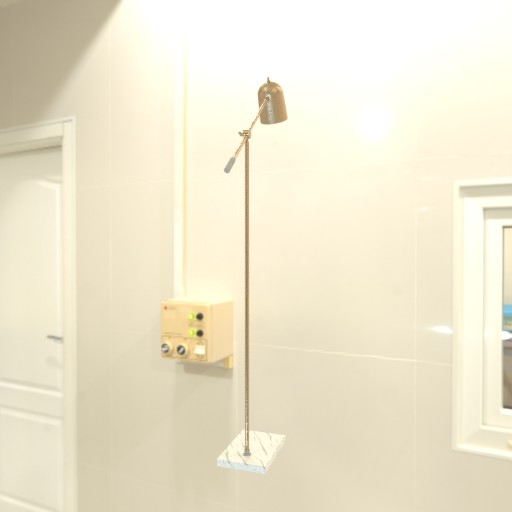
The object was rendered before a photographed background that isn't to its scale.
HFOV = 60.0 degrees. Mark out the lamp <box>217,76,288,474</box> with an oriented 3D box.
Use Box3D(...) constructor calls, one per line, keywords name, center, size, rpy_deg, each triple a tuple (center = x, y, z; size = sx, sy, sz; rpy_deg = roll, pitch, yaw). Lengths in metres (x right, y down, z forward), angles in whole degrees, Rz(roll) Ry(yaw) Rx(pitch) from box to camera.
Box3D(name="lamp", center=(0.000, 0.000, 1.820), size=(0.194, 1.594, 0.653), rpy_deg=(0, 1, 18))
